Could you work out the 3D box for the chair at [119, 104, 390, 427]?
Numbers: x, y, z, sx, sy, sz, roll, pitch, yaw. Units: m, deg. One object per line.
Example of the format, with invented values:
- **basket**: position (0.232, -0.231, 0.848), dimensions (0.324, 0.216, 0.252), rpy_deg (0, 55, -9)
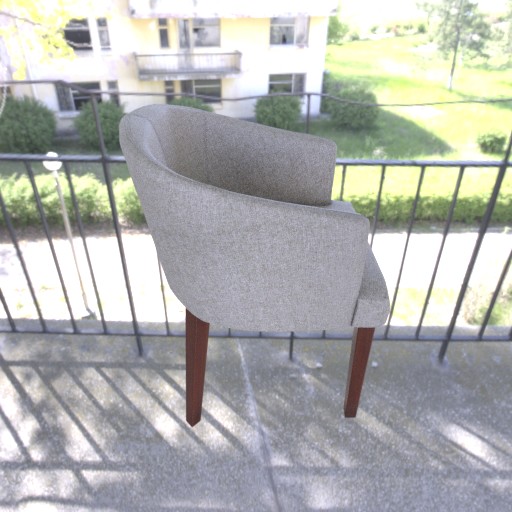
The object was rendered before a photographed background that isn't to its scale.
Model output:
- **chair**: position (0.000, 0.000, 1.285), dimensions (0.655, 0.811, 0.583), rpy_deg (0, 33, 0)
